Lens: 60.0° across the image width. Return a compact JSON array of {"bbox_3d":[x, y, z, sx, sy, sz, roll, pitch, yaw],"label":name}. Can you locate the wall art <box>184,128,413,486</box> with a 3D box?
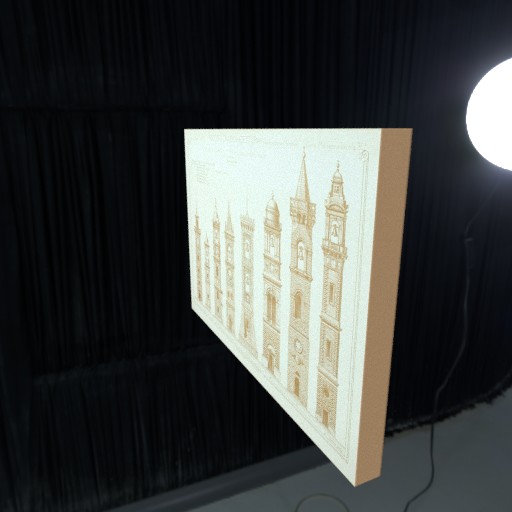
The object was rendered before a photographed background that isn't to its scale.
[{"bbox_3d":[0.000,0.000,0.740,0.039,0.407,0.609,-8,18,-25],"label":"wall art"}]
